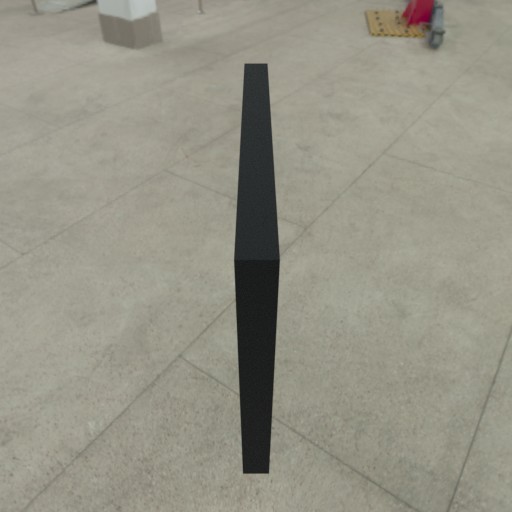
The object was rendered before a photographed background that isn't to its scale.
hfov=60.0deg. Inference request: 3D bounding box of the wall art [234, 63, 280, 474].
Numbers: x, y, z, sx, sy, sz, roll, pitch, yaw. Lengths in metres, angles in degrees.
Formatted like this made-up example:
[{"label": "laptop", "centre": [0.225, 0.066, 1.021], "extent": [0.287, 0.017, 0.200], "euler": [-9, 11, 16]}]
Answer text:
[{"label": "wall art", "centre": [0.000, 0.000, 0.542], "extent": [0.031, 0.330, 0.381], "euler": [0, 42, 0]}]
